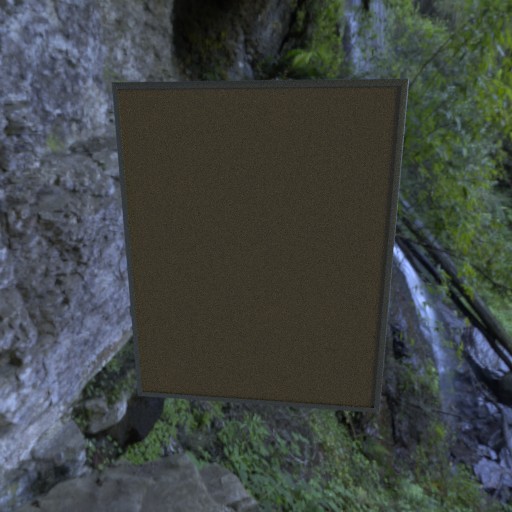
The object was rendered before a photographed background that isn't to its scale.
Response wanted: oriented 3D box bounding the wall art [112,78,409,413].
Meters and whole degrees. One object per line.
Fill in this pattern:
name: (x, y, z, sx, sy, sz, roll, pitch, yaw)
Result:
wall art: (0.000, 0.000, 0.753, 0.445, 0.553, 0.039, 2, 16, 7)
